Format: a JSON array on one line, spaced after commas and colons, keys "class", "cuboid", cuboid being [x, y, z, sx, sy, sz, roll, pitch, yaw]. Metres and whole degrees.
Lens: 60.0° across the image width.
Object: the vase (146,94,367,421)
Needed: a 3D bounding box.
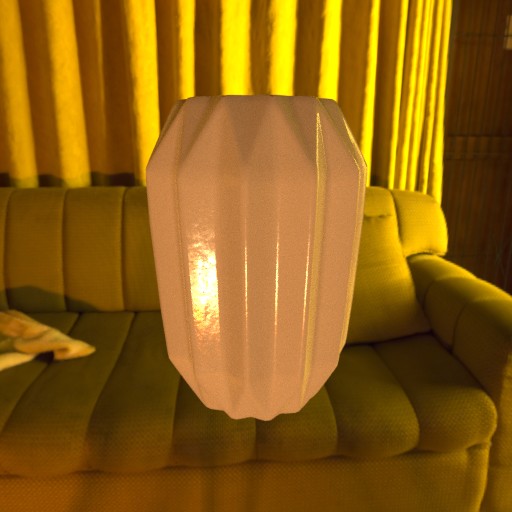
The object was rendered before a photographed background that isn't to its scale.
[{"class": "vase", "cuboid": [0.000, 0.000, 0.414, 0.195, 0.275, 0.195, 0, 15, 0]}]
